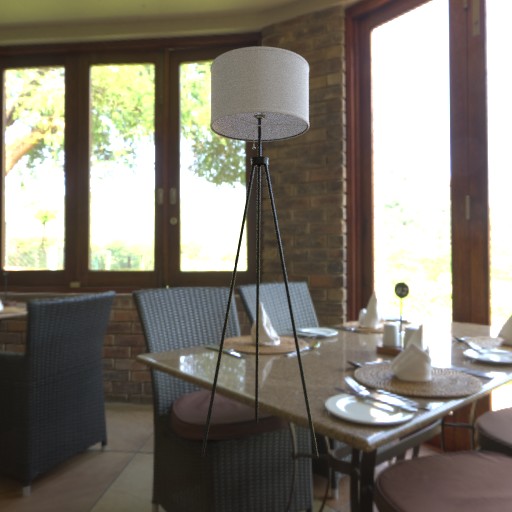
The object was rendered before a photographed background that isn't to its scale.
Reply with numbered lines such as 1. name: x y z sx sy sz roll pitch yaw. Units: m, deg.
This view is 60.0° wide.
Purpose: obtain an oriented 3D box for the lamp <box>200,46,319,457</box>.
1. lamp: 0.000 0.000 1.809 0.458 1.545 0.448 1 -1 -36
